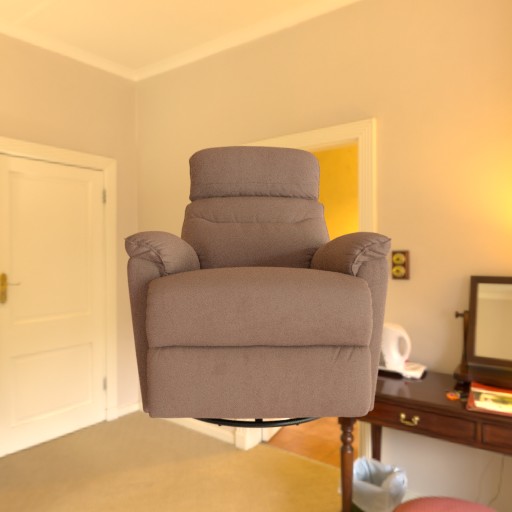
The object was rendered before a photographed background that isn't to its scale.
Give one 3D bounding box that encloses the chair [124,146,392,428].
[{"bbox_3d":[0.000,0.000,1.718,0.820,1.037,1.004,0,1,-1],"label":"chair"}]
